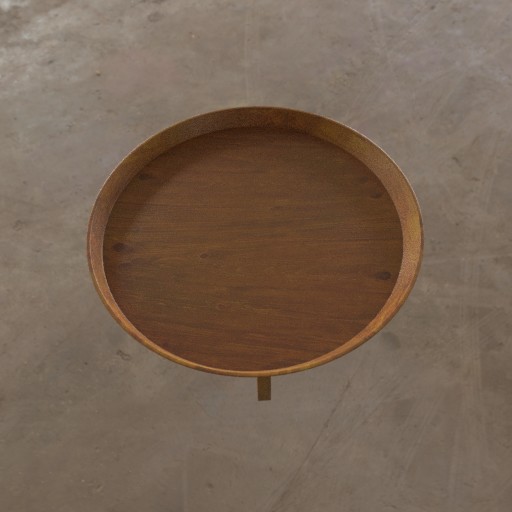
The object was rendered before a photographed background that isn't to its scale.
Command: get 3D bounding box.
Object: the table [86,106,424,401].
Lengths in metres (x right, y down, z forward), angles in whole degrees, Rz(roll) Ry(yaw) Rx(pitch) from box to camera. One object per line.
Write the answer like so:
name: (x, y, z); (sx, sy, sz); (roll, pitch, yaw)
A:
table: (0.000, 0.000, 1.545); (1.016, 0.470, 1.016); (0, 58, 0)
